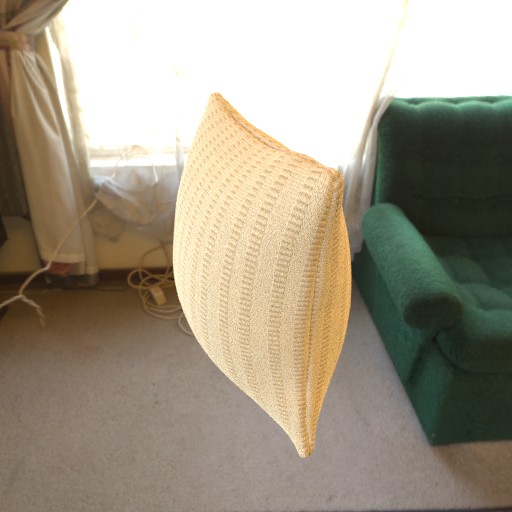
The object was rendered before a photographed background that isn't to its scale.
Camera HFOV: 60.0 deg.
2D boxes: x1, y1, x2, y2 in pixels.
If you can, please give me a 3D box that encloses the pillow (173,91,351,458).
[{"bbox_3d":[0.000,0.000,0.689,0.247,0.419,0.438,-10,32,-17],"label":"pillow"}]
